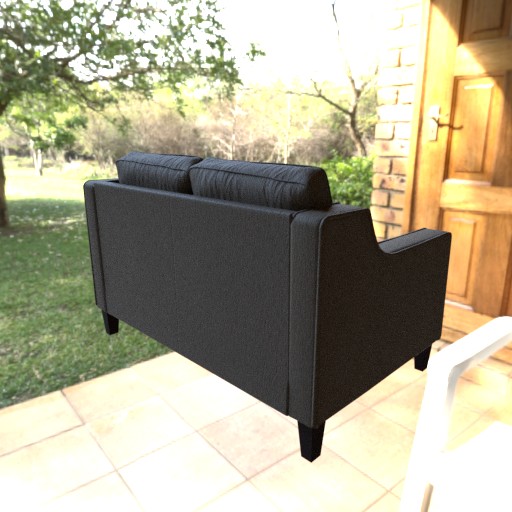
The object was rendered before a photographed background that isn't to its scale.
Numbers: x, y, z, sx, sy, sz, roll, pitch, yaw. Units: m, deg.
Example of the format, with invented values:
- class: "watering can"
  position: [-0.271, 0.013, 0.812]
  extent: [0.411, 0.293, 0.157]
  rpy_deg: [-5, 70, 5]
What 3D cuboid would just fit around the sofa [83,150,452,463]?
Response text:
- class: "sofa"
  position: [0.000, 0.000, 2.148]
  extent: [1.503, 0.981, 0.985]
  rpy_deg: [15, 21, 43]
